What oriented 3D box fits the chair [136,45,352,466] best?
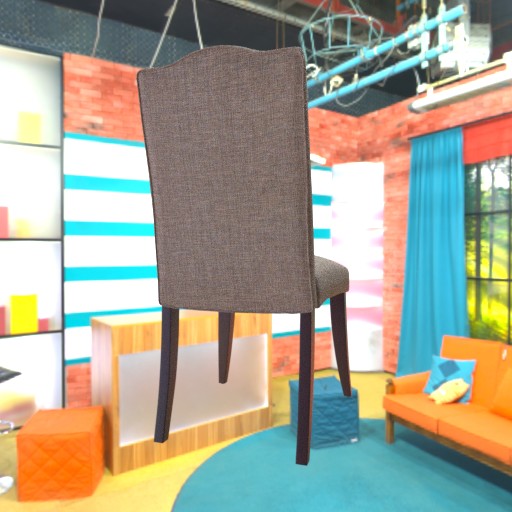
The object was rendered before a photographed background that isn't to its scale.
[{"bbox_3d":[0.000,0.000,1.368,0.513,1.016,0.660,0,1,18],"label":"chair"}]
